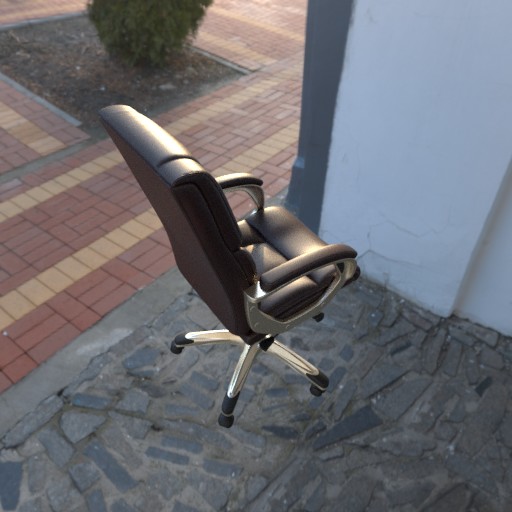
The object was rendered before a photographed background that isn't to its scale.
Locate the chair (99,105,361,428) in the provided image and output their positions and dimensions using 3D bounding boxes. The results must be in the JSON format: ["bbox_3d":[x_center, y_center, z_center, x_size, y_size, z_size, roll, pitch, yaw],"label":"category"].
[{"bbox_3d":[0.000,0.000,1.553,0.739,1.107,0.662,-24,46,-25],"label":"chair"}]
